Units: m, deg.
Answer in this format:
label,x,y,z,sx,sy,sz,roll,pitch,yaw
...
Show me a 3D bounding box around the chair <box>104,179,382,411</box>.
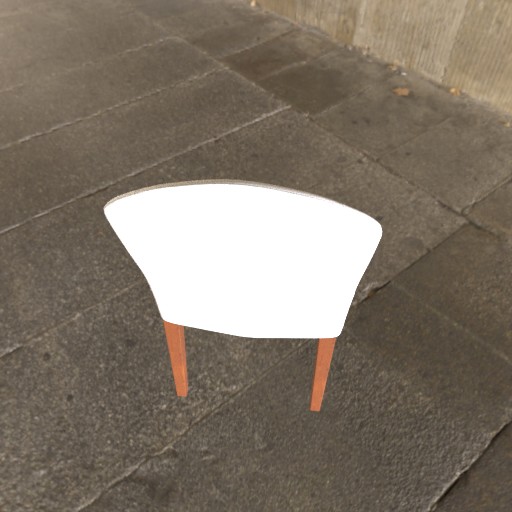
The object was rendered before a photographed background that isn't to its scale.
label,x,y,z,sx,sy,sz,roll,pitch,yaw
chair,0.000,0.000,1.164,0.472,0.893,0.540,5,48,4
